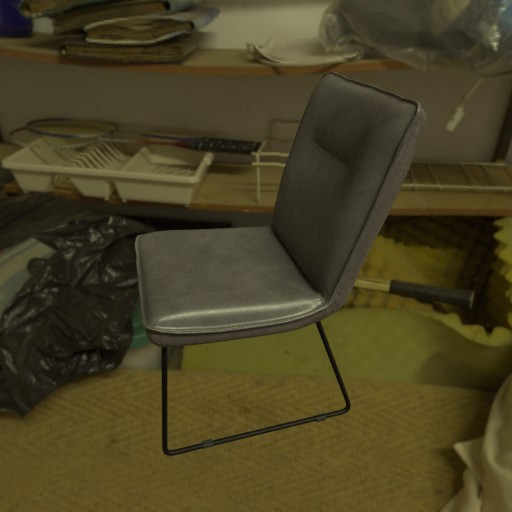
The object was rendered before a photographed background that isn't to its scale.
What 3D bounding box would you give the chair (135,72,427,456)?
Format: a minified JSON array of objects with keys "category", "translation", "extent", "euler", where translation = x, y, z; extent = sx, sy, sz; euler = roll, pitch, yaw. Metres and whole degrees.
[{"category":"chair","translation":[0.000,0.000,1.307],"extent":[0.688,0.932,0.515],"euler":[-8,31,-14]}]
